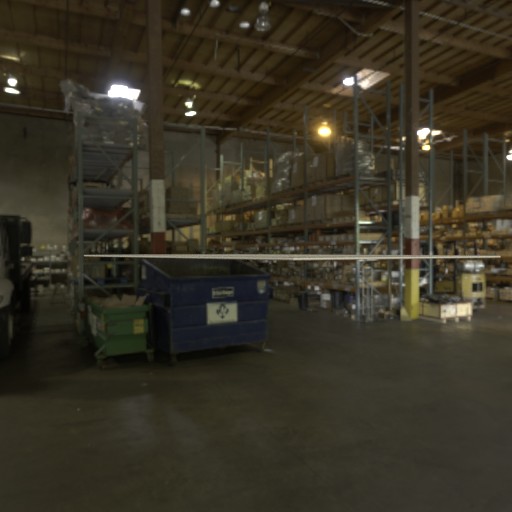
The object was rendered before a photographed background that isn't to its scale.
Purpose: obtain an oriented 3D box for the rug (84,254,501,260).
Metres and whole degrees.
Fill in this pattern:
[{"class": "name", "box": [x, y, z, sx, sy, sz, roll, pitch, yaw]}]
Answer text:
[{"class": "rug", "box": [0.000, 0.000, 2.946, 1.524, 0.012, 2.438, 0, 1, -37]}]
